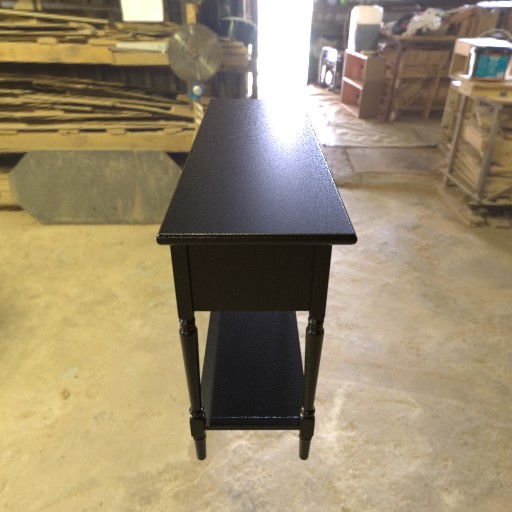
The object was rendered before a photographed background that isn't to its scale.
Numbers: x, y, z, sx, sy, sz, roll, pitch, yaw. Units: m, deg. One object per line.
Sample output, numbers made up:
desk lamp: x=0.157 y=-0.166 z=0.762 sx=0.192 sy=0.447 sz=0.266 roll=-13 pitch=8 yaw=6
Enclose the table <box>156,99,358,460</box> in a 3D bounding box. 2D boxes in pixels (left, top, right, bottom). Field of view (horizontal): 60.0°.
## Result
table: x=0.000 y=0.000 z=1.562 sx=0.386 sy=0.819 sz=1.191 roll=0 pitch=31 yaw=0
